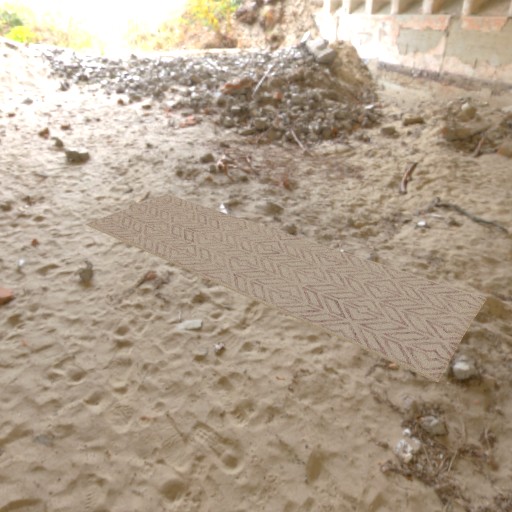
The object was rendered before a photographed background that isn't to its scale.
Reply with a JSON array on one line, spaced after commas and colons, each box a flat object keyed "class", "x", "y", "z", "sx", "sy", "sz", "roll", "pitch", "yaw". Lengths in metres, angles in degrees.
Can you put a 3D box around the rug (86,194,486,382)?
[{"class": "rug", "x": 0.000, "y": 0.000, "z": 2.686, "sx": 2.435, "sy": 0.009, "sz": 0.750, "roll": 21, "pitch": 35, "yaw": 33}]
